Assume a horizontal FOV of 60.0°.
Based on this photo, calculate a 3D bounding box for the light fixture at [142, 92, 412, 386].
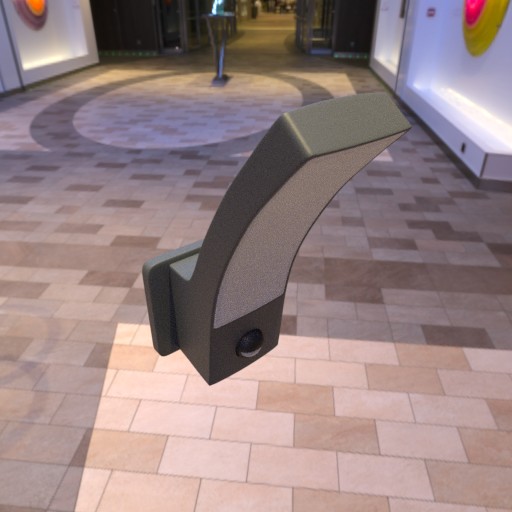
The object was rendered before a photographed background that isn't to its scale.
[{"bbox_3d":[0.000,0.000,0.328,0.108,0.243,0.174,-23,37,-34],"label":"light fixture"}]
